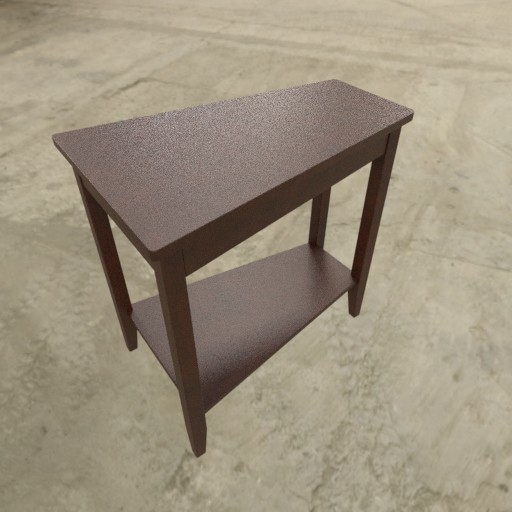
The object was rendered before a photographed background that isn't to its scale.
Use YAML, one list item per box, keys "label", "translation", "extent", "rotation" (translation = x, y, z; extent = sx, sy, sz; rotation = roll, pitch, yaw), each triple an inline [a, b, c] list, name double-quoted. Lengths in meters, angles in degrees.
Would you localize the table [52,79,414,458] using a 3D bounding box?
- label: "table"
  translation: [0.000, 0.000, 0.983]
  extent: [0.605, 0.589, 0.399]
  rotation: [-25, 47, -27]
